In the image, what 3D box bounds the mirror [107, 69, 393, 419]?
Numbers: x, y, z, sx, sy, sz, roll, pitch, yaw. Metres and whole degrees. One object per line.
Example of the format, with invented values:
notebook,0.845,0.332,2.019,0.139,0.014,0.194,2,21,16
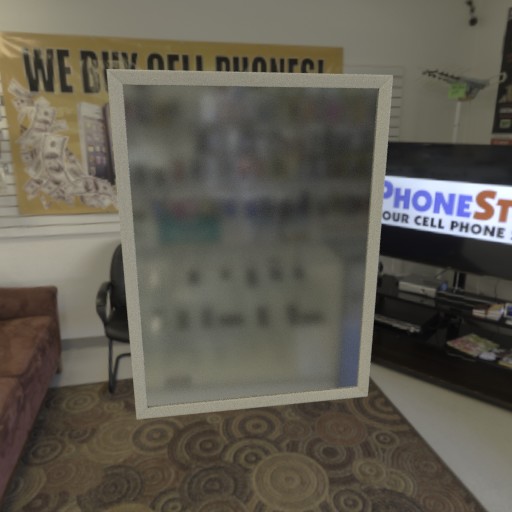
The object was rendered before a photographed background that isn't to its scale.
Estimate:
mirror,0.000,0.000,1.324,0.762,1.016,0.040,-3,16,-9
